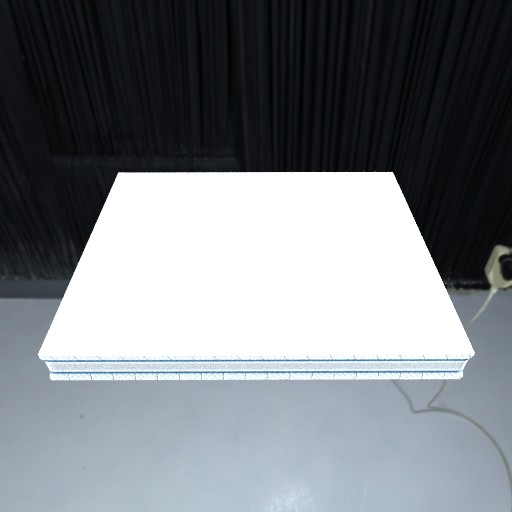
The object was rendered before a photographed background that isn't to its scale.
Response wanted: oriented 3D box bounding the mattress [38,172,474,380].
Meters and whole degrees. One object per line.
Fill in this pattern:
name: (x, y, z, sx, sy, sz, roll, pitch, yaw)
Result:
mattress: (0.000, 0.000, 2.692, 2.000, 0.230, 1.600, 0, 41, 0)
